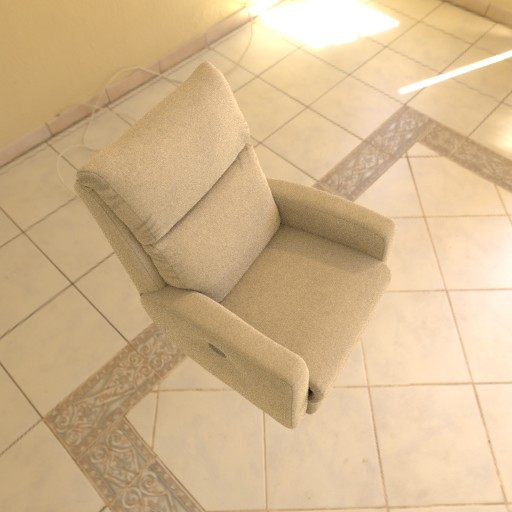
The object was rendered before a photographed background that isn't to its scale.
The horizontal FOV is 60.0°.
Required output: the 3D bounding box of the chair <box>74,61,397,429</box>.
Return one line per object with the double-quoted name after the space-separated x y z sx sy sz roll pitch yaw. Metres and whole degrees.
0.000 0.000 1.661 0.940 1.021 0.794 30 63 17 "chair"
